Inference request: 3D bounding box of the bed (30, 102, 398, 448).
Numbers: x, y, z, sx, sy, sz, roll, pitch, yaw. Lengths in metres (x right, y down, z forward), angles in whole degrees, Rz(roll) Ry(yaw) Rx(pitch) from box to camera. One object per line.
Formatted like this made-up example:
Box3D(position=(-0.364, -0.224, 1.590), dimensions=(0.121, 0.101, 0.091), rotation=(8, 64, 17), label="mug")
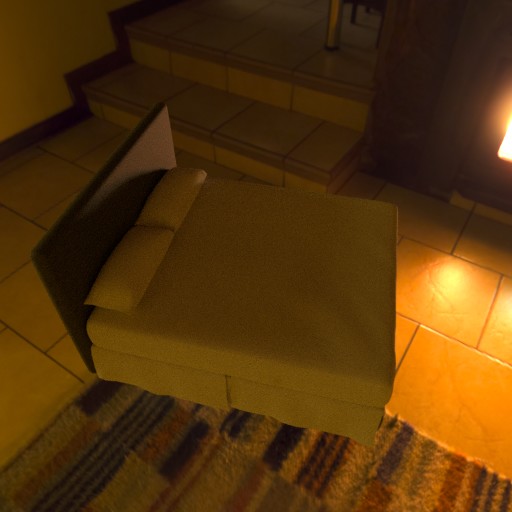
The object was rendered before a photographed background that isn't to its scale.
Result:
Box3D(position=(0.000, 0.000, 3.282), dimensions=(2.142, 1.330, 1.884), rotation=(10, 46, 9), label="bed")
